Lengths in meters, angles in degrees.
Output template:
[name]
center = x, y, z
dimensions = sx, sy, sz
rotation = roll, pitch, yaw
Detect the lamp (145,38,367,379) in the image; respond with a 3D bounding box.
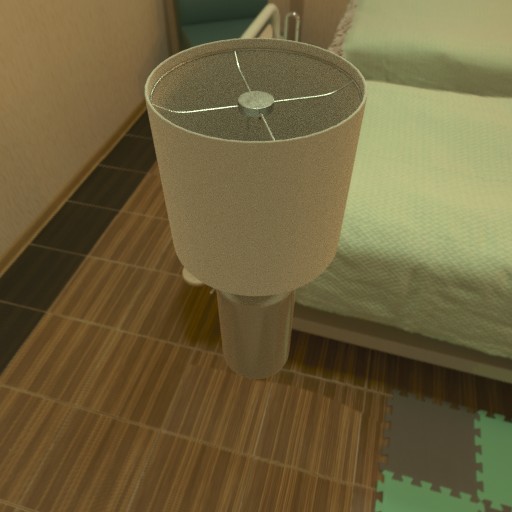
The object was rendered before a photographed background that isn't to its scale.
[lamp]
center = 0.000, 0.000, 0.606
dimensions = 0.212, 0.493, 0.212
rotation = -10, 48, -9
